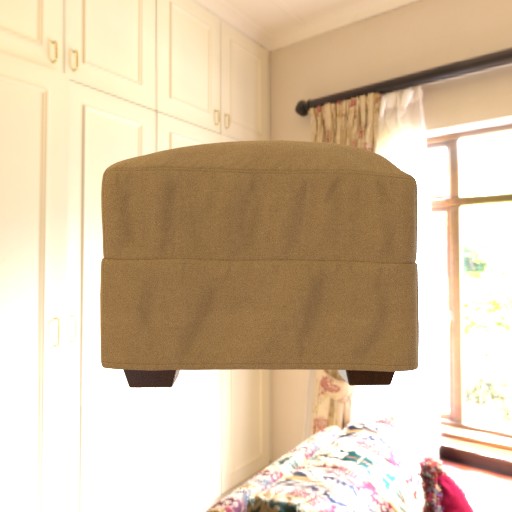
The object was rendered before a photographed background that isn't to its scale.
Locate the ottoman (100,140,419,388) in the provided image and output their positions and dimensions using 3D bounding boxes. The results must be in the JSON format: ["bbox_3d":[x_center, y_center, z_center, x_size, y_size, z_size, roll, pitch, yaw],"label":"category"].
[{"bbox_3d":[0.000,0.000,1.084,0.584,0.480,0.712,0,-1,-2],"label":"ottoman"}]
